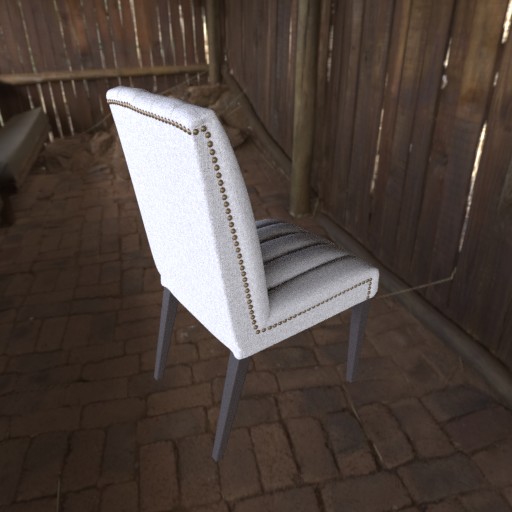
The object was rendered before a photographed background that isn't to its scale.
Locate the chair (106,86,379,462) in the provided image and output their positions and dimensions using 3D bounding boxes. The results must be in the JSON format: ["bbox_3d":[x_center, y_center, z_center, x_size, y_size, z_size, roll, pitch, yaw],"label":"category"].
[{"bbox_3d":[0.000,0.000,1.395,0.647,1.016,0.511,-19,33,-31],"label":"chair"}]
